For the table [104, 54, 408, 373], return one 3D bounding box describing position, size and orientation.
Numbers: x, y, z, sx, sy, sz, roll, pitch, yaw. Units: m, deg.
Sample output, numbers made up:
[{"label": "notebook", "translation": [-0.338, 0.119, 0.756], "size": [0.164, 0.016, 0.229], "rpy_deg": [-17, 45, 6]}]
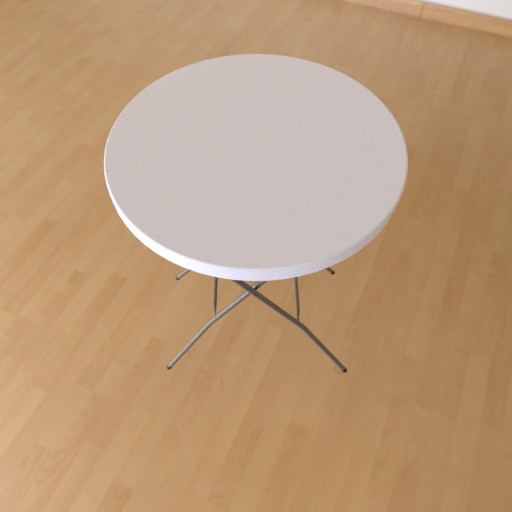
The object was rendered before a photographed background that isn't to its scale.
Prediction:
[{"label": "table", "translation": [0.000, 0.000, 1.629], "size": [0.795, 1.105, 0.792], "rpy_deg": [-1, 57, 0]}]
